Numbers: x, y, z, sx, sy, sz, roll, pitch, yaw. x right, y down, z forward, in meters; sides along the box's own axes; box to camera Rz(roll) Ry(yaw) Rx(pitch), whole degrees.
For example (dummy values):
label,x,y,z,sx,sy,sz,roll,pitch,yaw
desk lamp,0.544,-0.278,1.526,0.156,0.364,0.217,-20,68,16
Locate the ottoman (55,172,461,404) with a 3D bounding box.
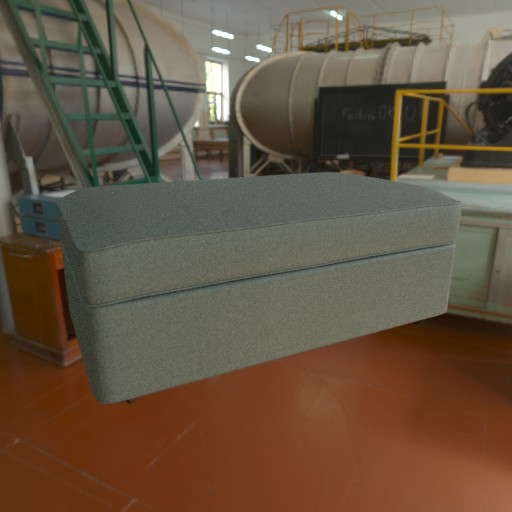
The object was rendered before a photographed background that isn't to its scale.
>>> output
label,x,y,z,sx,sy,sz,roll,pitch,yaw
ottoman,0.000,0.000,1.502,1.173,0.494,0.681,-9,19,-26
